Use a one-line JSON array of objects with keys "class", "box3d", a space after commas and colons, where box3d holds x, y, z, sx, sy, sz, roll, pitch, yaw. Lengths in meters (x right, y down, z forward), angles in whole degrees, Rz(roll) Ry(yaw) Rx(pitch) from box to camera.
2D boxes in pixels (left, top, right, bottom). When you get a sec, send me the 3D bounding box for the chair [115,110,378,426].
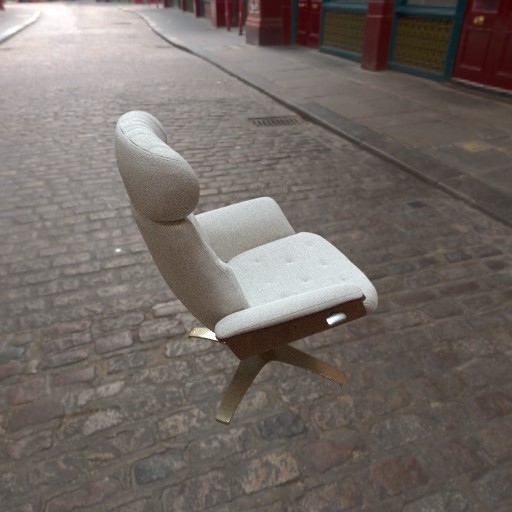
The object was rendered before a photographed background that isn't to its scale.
[{"class": "chair", "box3d": [0.000, 0.000, 1.579, 0.837, 0.995, 0.785, -11, 32, -17]}]
